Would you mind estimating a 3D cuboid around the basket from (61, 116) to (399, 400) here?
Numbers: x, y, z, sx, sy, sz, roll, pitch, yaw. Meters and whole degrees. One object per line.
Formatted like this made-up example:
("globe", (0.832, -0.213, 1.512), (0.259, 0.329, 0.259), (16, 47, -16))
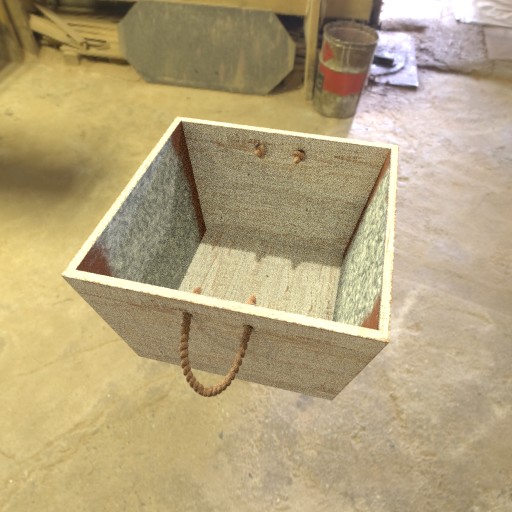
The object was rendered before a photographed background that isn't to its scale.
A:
("basket", (0.000, 0.000, 0.760), (0.413, 0.247, 0.545), (10, 47, 10))
